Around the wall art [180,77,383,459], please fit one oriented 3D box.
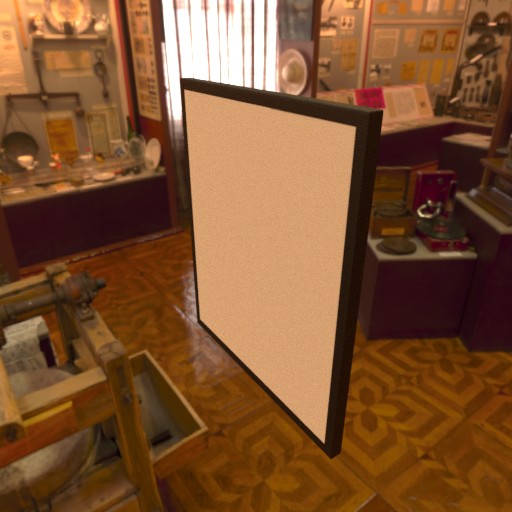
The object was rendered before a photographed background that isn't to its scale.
[{"bbox_3d":[0.000,0.000,0.721,0.021,0.509,0.430,-17,32,-30],"label":"wall art"}]
